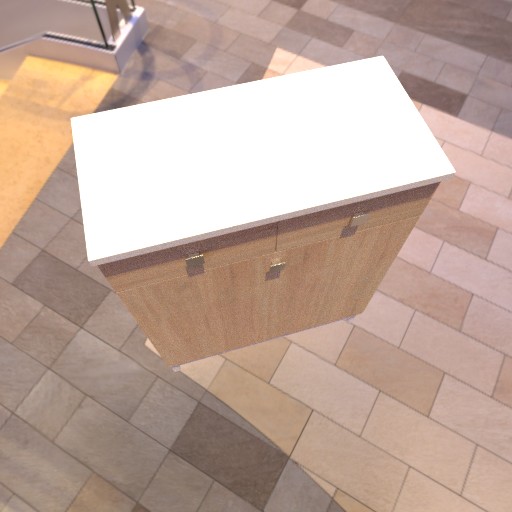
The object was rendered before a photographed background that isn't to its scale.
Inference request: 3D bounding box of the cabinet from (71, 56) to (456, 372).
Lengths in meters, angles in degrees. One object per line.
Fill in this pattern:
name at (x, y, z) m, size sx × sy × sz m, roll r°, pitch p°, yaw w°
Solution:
cabinet at (0.000, 0.000, 1.115) m, size 0.600 × 0.815 × 0.296 m, roll -14°, pitch 63°, yaw -7°
